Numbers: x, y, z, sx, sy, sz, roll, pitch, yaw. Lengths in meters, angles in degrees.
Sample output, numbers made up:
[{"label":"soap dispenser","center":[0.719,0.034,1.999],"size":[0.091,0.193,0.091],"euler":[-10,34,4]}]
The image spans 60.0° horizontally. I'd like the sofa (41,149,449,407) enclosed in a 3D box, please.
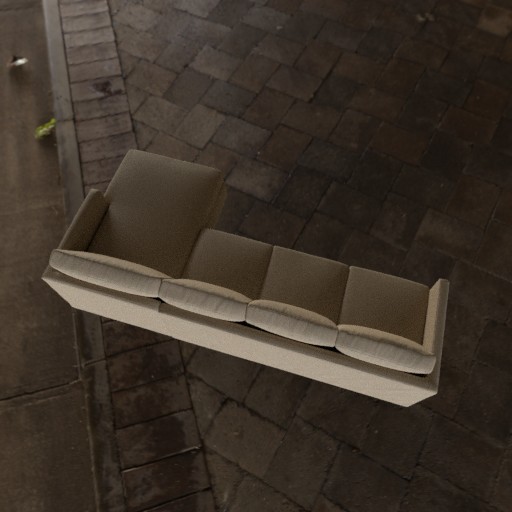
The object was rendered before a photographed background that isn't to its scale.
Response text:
[{"label":"sofa","center":[0.000,0.000,3.934],"size":[3.206,0.871,1.622],"euler":[15,64,7]}]
